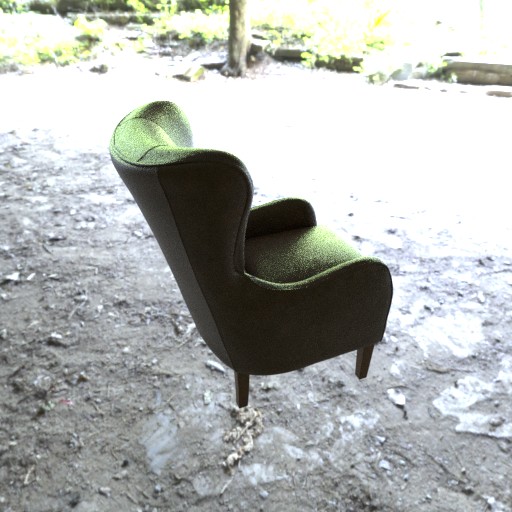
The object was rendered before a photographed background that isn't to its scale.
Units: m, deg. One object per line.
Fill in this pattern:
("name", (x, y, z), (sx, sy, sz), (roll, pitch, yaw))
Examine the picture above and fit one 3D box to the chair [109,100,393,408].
("chair", (0.000, 0.000, 1.664), (0.914, 1.048, 0.692), (-12, 33, -19))
